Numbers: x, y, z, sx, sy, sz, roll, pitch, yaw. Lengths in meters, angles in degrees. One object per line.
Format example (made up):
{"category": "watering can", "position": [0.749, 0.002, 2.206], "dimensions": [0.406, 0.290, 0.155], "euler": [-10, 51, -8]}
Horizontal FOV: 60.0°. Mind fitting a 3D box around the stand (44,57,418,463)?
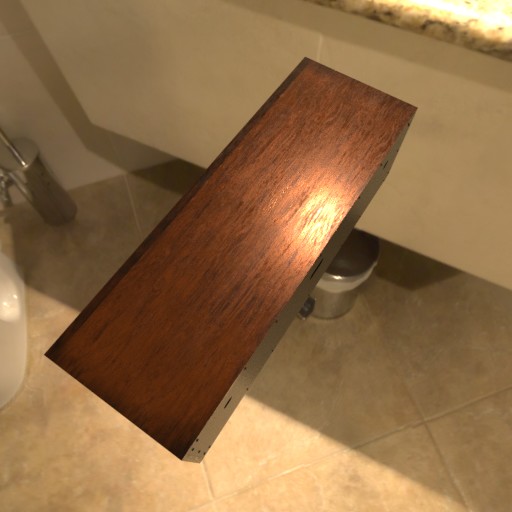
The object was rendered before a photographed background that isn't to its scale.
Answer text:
{"category": "stand", "position": [0.000, 0.000, 1.661], "dimensions": [0.481, 0.610, 1.372], "euler": [31, 68, 14]}
